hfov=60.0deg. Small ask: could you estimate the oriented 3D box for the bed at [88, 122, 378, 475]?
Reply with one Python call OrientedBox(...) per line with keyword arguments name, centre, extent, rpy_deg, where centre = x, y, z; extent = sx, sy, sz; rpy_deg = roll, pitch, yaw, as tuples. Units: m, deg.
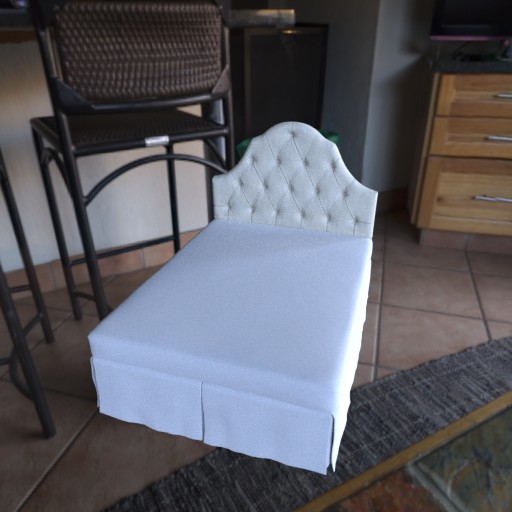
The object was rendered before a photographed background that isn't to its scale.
OrientedBox(name="bed", centre=(0.000, 0.000, 3.249), extent=(1.627, 1.575, 2.092), rpy_deg=(8, 28, 16))
